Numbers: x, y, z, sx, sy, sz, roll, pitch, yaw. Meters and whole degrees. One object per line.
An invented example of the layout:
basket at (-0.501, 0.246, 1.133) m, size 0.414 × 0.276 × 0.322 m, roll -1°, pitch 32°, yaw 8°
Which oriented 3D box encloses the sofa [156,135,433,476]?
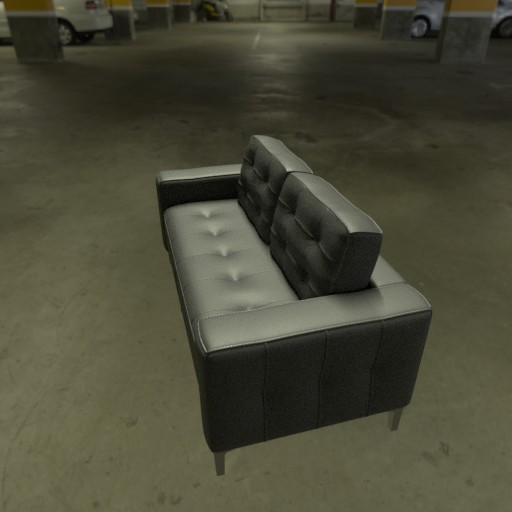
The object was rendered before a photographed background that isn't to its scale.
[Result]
sofa at (0.000, 0.000, 2.230) m, size 0.833 × 0.892 × 1.726 m, roll -8°, pitch 31°, yaw -14°
